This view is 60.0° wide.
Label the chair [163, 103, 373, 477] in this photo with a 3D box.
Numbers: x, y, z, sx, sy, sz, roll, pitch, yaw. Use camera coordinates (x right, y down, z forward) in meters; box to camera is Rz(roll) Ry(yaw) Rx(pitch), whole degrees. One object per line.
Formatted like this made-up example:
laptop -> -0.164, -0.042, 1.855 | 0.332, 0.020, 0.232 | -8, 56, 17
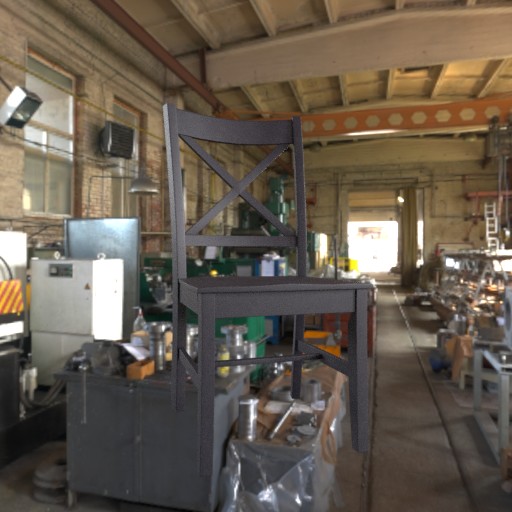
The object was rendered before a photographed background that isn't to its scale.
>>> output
chair -> 0.000, 0.000, 1.297 | 0.485, 0.983, 0.542 | 0, 0, -18
